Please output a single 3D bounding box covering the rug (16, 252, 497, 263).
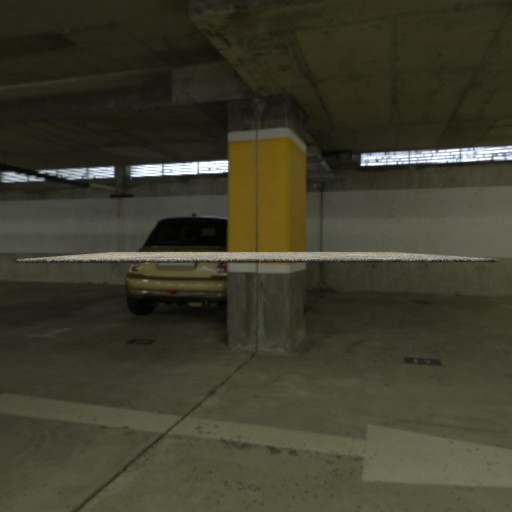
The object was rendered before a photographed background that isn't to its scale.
[{"bbox_3d":[0.000,0.000,2.862,2.298,0.017,1.501,0,2,-2],"label":"rug"}]
